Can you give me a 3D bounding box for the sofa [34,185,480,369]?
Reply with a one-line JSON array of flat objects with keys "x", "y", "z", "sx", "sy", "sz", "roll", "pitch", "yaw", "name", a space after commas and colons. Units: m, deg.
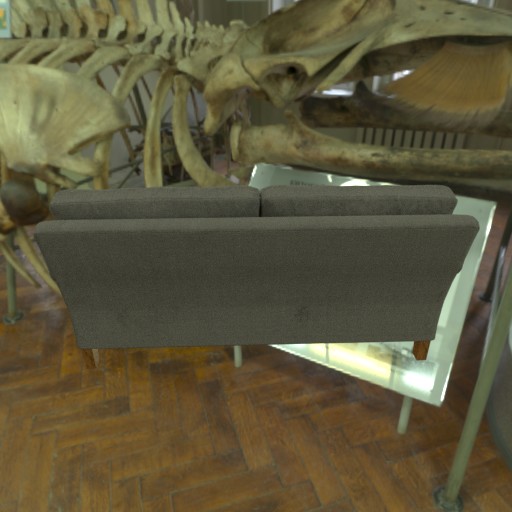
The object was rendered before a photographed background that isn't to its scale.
[{"x": 0.000, "y": 0.000, "z": 2.731, "sx": 2.165, "sy": 1.087, "sz": 1.086, "roll": -1, "pitch": 28, "yaw": -2, "name": "sofa"}]
